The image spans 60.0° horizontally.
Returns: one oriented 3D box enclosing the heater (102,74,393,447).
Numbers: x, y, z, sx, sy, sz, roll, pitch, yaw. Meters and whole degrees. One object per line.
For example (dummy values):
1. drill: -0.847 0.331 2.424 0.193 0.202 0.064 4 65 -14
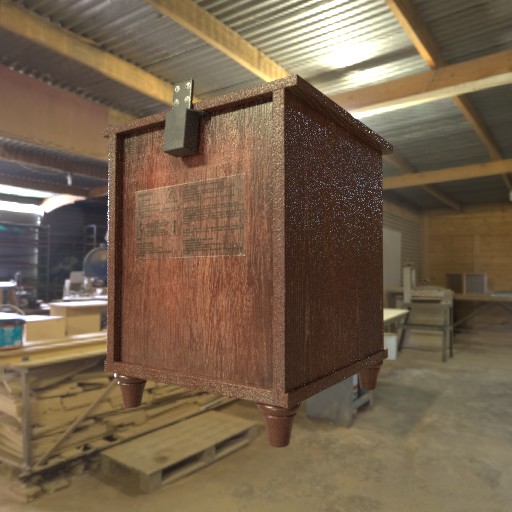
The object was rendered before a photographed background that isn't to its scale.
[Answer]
1. heater: 0.000 0.000 0.761 0.362 0.481 0.400 -1 -2 34
